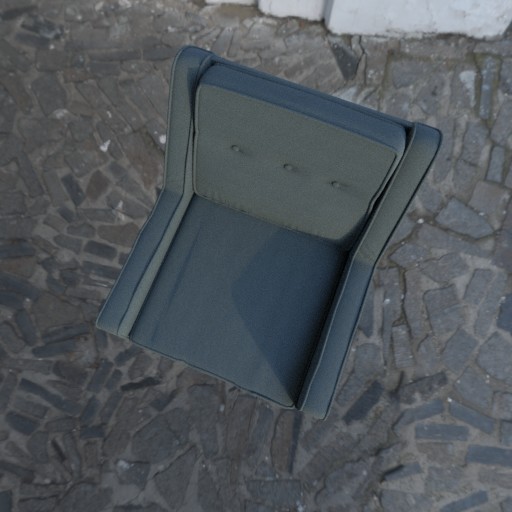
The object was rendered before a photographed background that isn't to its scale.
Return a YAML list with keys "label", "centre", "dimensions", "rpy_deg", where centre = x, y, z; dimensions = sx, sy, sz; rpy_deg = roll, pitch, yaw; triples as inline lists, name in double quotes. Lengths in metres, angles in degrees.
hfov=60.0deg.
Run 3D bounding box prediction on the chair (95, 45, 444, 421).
- label: "chair"
  centre: [0.000, 0.000, 1.298]
  dimensions: [0.663, 0.780, 0.733]
  rpy_deg: [21, 77, 5]
